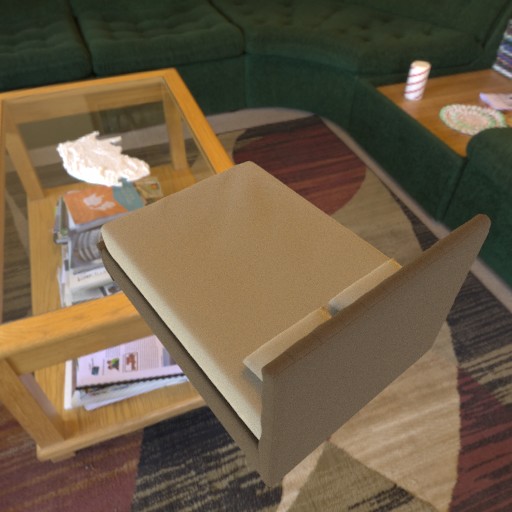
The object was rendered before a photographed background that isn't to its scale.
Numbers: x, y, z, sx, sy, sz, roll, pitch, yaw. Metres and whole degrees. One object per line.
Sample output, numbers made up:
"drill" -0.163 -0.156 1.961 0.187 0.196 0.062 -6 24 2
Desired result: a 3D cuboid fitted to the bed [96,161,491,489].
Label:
"bed" 0.000 0.000 3.361 1.698 1.427 2.387 -29 52 -26
